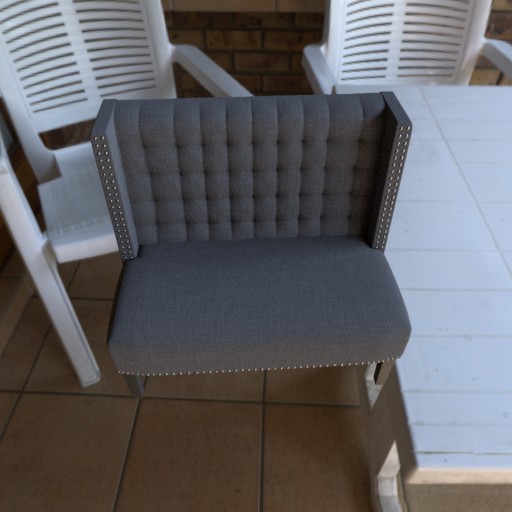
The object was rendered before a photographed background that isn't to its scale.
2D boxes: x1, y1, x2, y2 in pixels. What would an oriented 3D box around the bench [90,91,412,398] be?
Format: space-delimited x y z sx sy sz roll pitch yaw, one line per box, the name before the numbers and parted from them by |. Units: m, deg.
bench | 0.000 0.000 2.001 1.276 1.121 0.842 -2 45 -2
